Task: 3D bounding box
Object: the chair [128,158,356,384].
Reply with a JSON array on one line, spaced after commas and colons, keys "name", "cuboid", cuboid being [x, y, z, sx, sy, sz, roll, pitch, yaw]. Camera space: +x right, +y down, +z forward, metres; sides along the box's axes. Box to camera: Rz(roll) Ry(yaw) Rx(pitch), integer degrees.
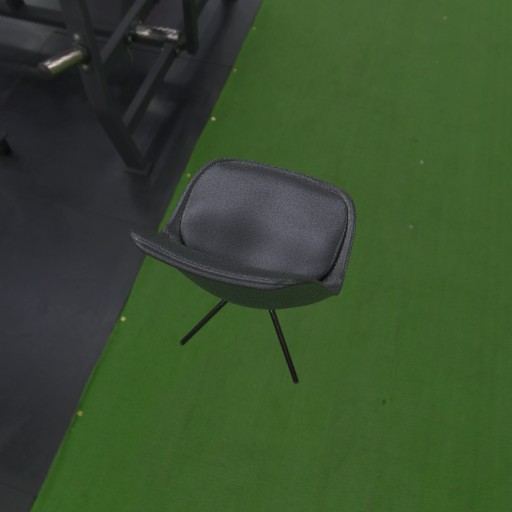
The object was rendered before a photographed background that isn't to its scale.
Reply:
[{"name": "chair", "cuboid": [0.000, 0.000, 1.168, 0.461, 0.850, 0.525, 17, 64, 8]}]
